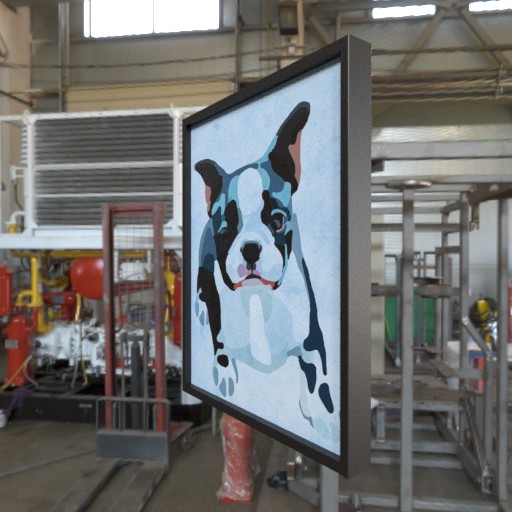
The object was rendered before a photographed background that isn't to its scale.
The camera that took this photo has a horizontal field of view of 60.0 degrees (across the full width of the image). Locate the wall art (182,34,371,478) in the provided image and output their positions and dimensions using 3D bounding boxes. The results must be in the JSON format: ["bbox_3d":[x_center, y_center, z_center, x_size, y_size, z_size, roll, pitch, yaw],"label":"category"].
[{"bbox_3d":[0.000,0.000,0.494,0.030,0.369,0.294,0,0,-37],"label":"wall art"}]
